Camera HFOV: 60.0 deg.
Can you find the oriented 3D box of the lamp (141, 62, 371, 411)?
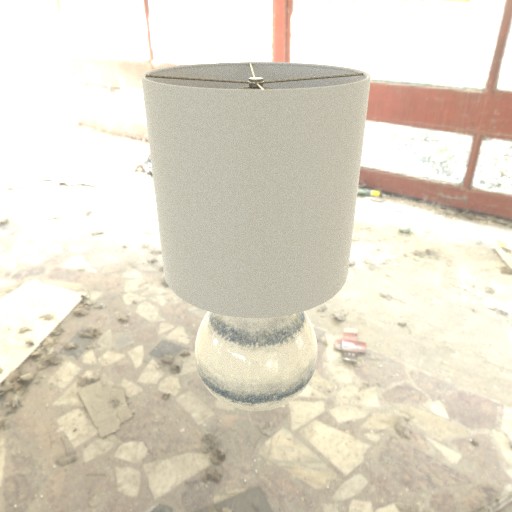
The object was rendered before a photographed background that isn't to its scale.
[{"bbox_3d":[0.000,0.000,0.525,0.216,0.404,0.216,-18,33,-29],"label":"lamp"}]
